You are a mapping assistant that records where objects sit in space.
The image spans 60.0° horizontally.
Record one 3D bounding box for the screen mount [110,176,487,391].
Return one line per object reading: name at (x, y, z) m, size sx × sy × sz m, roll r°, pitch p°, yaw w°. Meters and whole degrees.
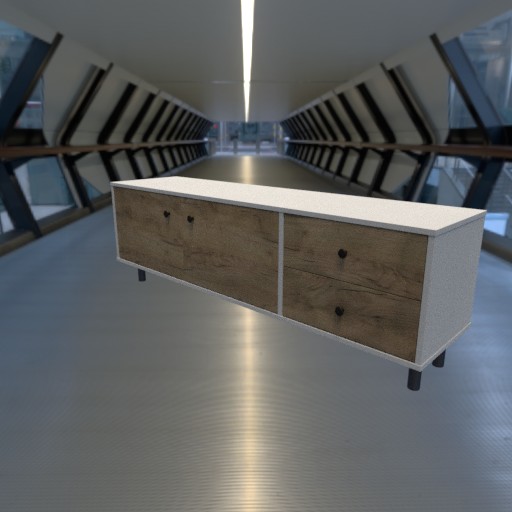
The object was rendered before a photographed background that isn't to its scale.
screen mount at (0.000, 0.000, 1.844) m, size 1.600 × 0.520 × 0.418 m, roll 14°, pitch 21°, yaw 41°
